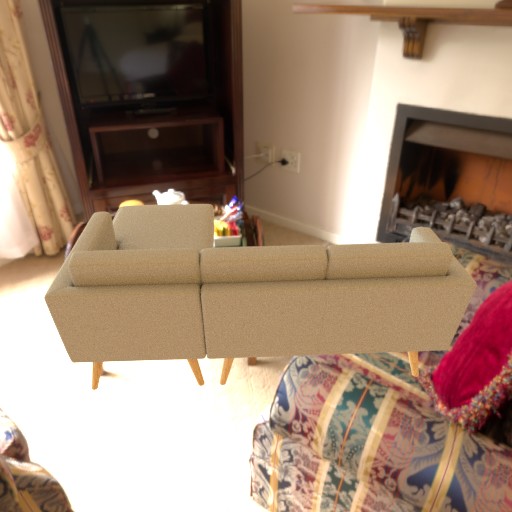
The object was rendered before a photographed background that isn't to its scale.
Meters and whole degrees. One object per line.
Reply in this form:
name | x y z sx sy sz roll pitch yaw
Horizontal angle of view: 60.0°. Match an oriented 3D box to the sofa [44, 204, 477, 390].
sofa | 0.000 0.000 2.832 2.040 0.860 1.530 -2 31 -3
